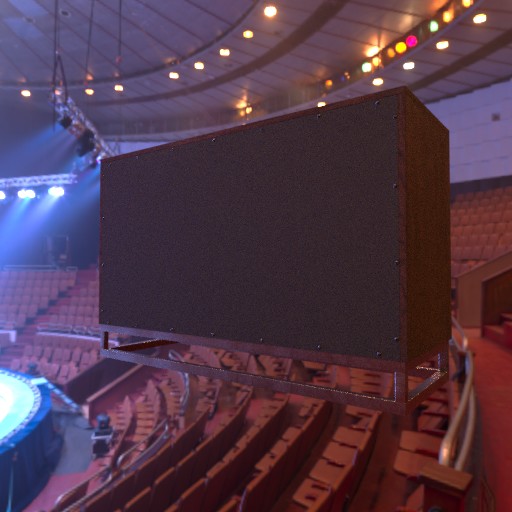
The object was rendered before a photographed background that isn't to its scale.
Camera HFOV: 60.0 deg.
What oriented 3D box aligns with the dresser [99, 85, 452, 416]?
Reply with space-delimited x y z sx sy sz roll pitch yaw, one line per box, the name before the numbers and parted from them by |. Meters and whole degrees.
dresser | 0.000 0.000 2.147 1.646 1.061 0.623 -1 -2 36
